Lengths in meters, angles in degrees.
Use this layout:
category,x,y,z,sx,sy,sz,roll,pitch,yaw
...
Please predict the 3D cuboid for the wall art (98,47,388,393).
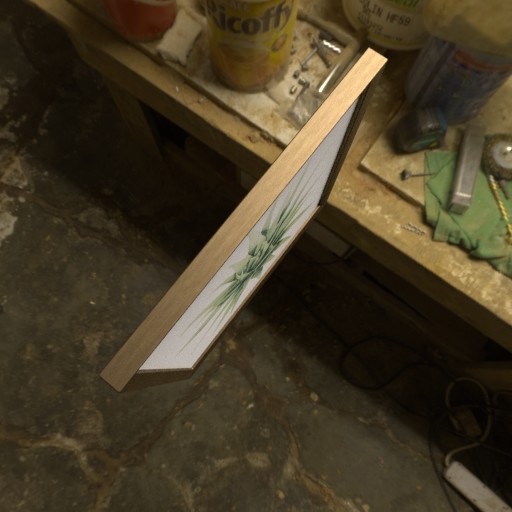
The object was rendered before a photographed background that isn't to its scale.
category,x,y,z,sx,sy,sz,roll,pitch,yaw
wall art,0.000,0.000,0.752,0.030,0.506,0.503,37,79,8
